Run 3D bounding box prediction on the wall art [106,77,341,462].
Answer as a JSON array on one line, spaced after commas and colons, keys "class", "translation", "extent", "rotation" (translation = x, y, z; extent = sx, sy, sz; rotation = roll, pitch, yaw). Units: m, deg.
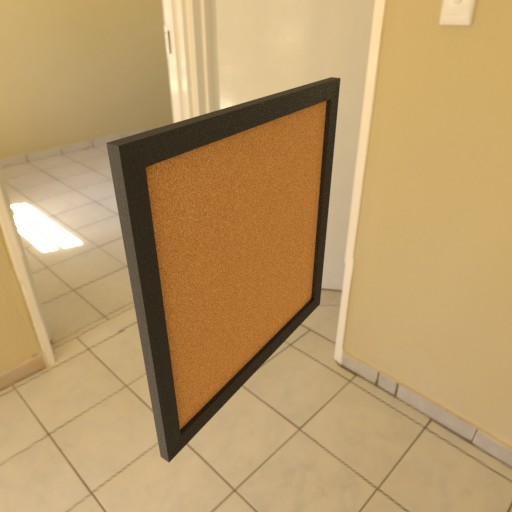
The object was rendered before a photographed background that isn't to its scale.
[{"class": "wall art", "translation": [0.000, 0.000, 1.513], "extent": [0.038, 1.016, 1.016], "rotation": [20, 36, 30]}]
